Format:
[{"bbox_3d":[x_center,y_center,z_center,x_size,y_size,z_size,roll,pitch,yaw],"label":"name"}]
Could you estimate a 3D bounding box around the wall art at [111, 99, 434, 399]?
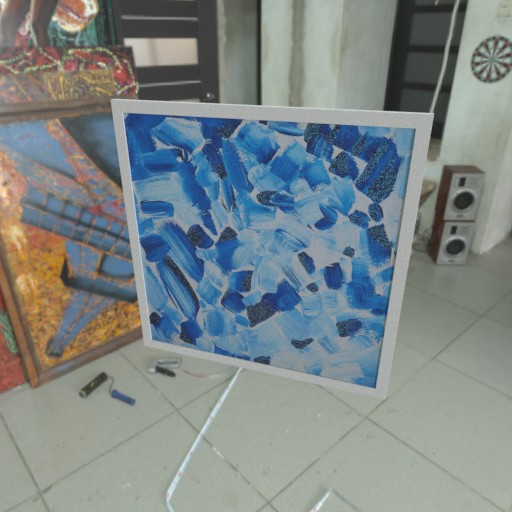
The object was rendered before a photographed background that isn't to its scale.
[{"bbox_3d":[0.000,0.000,1.020,0.660,0.660,0.015,8,27,16],"label":"wall art"}]
